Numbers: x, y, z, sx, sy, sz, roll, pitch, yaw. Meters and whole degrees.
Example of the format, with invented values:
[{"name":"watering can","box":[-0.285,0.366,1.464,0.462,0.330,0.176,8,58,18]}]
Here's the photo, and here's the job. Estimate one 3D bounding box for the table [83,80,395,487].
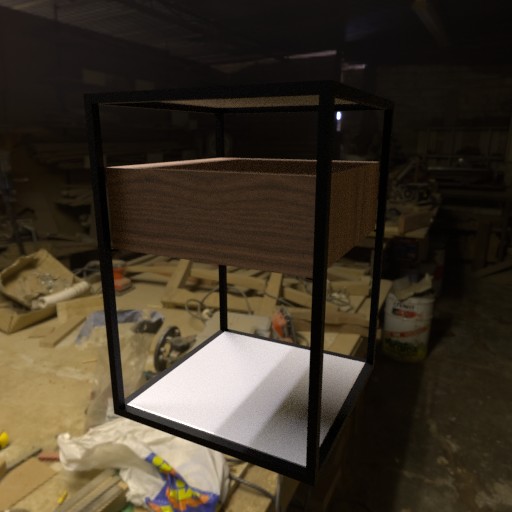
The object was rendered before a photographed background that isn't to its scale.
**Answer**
[{"name":"table","box":[0.000,0.000,0.802,0.378,0.540,0.378,8,17,26]}]
